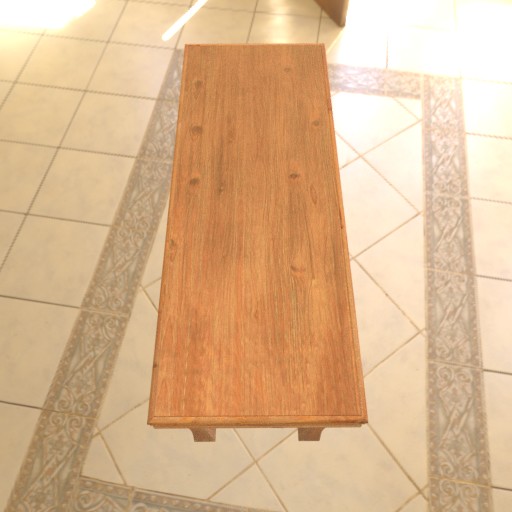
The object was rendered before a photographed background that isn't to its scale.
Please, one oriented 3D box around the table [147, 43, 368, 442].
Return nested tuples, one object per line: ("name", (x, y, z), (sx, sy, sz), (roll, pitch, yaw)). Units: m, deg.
("table", (0.000, 0.000, 1.730), (0.522, 0.873, 1.330), (0, 63, 0))
